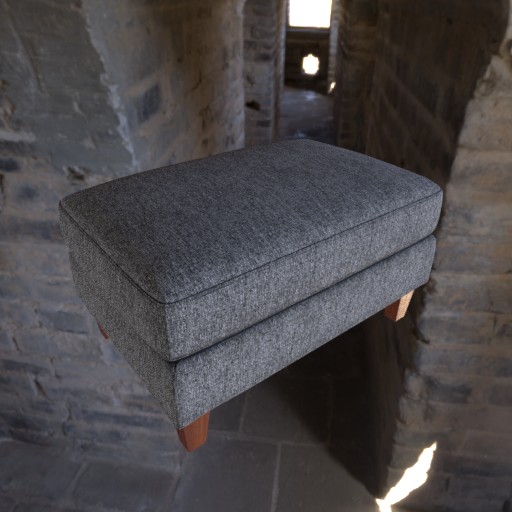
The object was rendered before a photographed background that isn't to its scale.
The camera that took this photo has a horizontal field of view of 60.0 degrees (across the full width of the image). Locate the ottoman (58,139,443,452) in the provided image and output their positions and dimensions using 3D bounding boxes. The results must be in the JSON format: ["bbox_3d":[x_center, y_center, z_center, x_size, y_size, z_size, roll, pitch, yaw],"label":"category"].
[{"bbox_3d":[0.000,0.000,1.222,0.864,0.483,0.584,-22,37,-32],"label":"ottoman"}]
